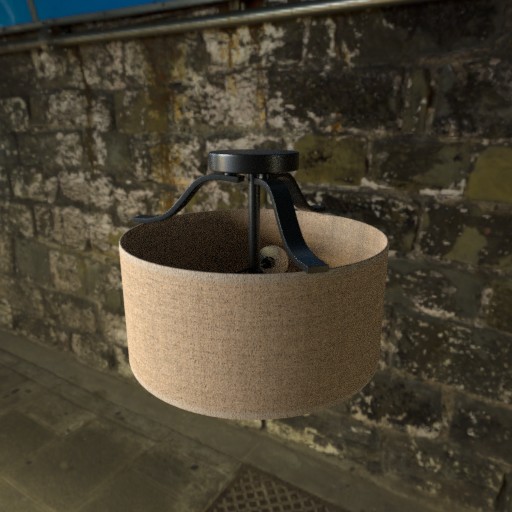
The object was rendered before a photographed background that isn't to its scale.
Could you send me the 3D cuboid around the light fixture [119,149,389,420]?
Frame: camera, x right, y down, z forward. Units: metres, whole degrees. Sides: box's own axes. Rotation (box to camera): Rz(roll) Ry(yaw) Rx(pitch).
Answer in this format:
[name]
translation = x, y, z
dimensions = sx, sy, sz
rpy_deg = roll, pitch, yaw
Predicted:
[light fixture]
translation = 0.000, 0.000, 0.665
dimensions = 0.390, 0.306, 0.390
rpy_deg = 0, 17, 0
